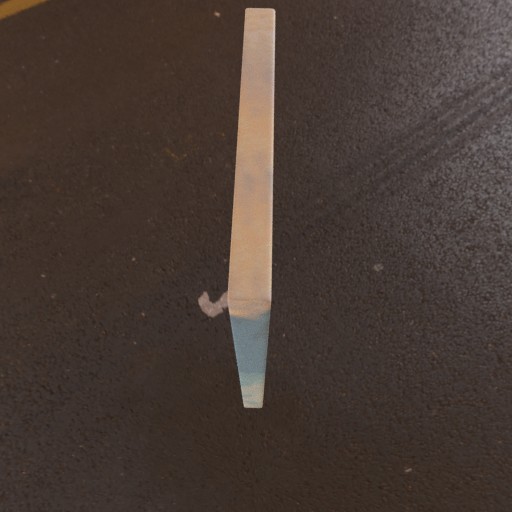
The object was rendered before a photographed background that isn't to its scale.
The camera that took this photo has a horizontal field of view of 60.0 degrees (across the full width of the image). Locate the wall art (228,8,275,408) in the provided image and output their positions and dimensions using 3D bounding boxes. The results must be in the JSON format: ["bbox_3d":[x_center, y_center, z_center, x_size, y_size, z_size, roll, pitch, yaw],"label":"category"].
[{"bbox_3d":[0.000,0.000,0.745,0.038,0.610,0.401,1,63,1],"label":"wall art"}]
